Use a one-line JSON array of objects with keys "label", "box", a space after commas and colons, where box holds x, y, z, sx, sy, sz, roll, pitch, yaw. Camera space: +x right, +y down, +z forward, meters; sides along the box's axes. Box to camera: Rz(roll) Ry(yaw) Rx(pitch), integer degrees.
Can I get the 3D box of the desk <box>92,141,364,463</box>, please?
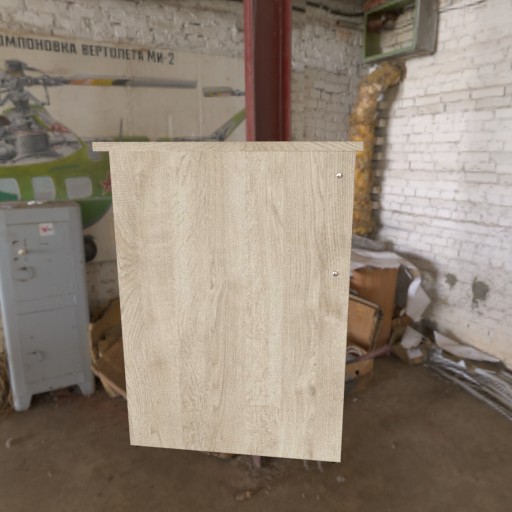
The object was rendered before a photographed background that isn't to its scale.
[{"label": "desk", "box": [0.000, 0.000, 1.511, 0.560, 0.730, 1.096, 2, 13, 7]}]
